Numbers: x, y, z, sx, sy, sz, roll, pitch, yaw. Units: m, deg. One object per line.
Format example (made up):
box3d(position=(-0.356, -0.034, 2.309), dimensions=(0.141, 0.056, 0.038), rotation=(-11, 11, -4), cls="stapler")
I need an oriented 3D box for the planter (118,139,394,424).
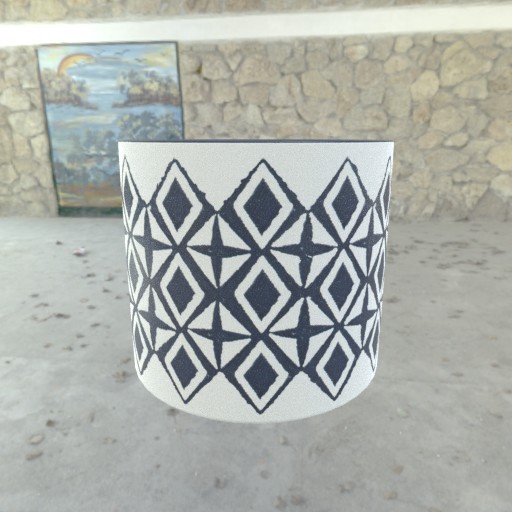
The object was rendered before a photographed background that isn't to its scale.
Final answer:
box3d(position=(0.000, 0.000, 0.400), dimensions=(0.224, 0.203, 0.224), rotation=(0, 15, 0), cls="planter")
